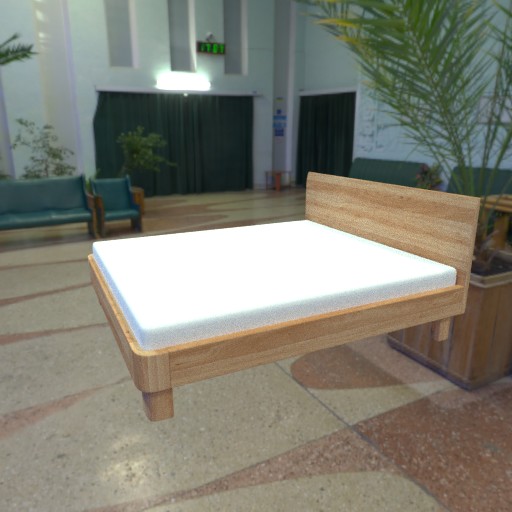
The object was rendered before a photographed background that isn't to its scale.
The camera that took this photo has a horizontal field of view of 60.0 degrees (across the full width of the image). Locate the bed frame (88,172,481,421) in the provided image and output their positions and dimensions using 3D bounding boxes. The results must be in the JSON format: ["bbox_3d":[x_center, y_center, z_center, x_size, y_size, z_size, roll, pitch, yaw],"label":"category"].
[{"bbox_3d":[0.000,0.000,3.152,2.092,0.940,1.872,-8,18,-25],"label":"bed frame"}]
